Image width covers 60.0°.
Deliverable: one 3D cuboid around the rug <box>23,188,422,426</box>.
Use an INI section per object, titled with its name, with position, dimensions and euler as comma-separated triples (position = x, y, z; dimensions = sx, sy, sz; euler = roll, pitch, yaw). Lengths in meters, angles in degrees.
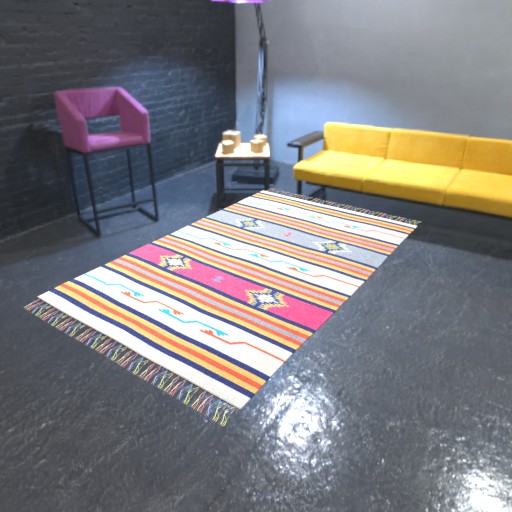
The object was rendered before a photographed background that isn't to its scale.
[rug]
position = 0.000, 0.000, 2.208
dimensions = 1.084, 0.013, 1.849
euler = 18, 32, 31
